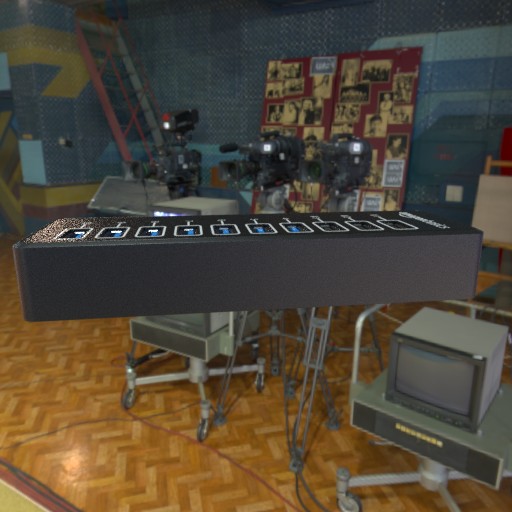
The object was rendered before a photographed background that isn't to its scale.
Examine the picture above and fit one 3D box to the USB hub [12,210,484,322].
[{"bbox_3d":[0.000,0.000,0.156,0.145,0.023,0.044,-2,15,-8],"label":"USB hub"}]
